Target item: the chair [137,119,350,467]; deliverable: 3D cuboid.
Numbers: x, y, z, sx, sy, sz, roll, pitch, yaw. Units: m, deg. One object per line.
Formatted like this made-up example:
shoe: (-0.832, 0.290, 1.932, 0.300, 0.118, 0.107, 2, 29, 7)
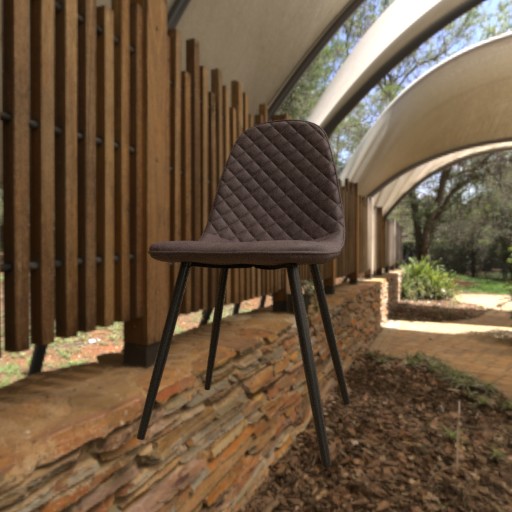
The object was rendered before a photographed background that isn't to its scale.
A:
chair: (0.000, 0.000, 1.213, 0.472, 0.889, 0.561, 0, 1, 17)
